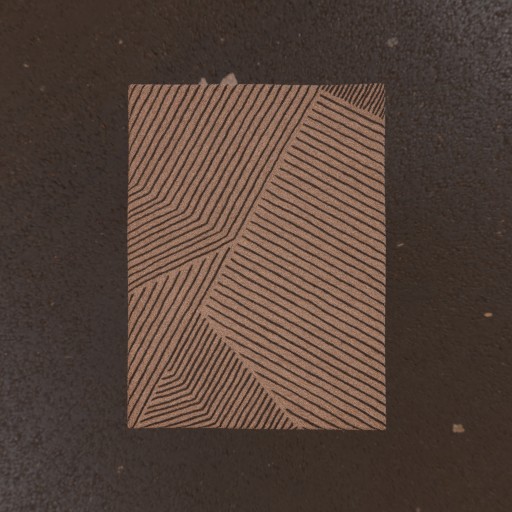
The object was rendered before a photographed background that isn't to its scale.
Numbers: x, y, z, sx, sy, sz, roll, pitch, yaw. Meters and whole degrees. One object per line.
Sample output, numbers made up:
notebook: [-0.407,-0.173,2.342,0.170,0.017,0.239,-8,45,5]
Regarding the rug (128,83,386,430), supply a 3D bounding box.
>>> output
rug: [0.000,0.000,3.143,1.829,0.028,2.449,0,90,1]
